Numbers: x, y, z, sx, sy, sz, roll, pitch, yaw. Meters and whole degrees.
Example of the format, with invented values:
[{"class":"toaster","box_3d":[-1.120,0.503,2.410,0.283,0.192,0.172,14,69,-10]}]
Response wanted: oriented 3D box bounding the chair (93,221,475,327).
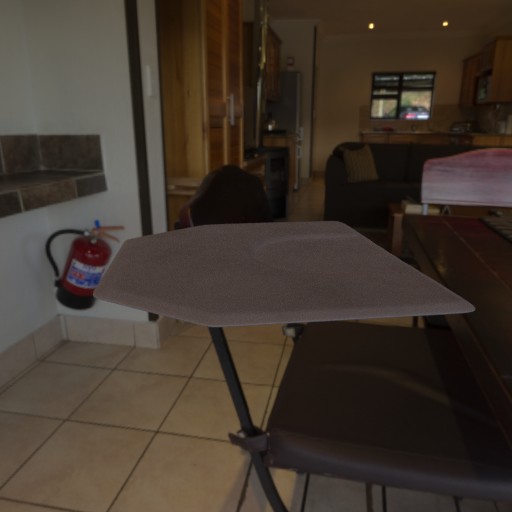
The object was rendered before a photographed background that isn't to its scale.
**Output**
[{"class":"chair","box_3d":[0.000,0.000,1.930,1.219,0.024,1.372,-2,16,-7]}]
